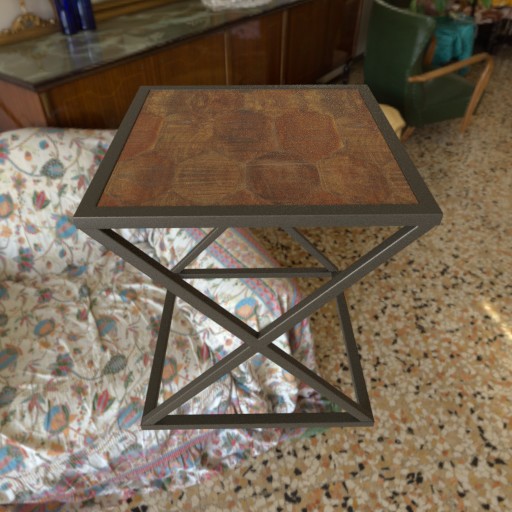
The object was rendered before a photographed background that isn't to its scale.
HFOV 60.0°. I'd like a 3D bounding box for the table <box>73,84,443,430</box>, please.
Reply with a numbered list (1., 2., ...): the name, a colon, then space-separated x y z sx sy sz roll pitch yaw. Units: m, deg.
1. table: 0.000 0.000 0.968 0.500 0.565 0.500 -1 40 -1
